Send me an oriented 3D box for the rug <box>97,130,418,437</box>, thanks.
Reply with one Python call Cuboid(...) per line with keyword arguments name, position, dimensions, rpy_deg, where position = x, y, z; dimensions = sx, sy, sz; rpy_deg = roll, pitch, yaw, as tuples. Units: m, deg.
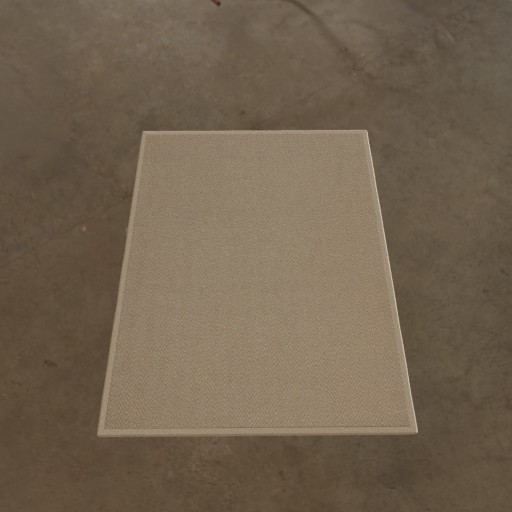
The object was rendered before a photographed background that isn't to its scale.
Cuboid(name="rug", position=(0.000, 0.000, 4.034), dimensions=(2.407, 0.020, 3.051), rpy_deg=(0, 62, 0))
